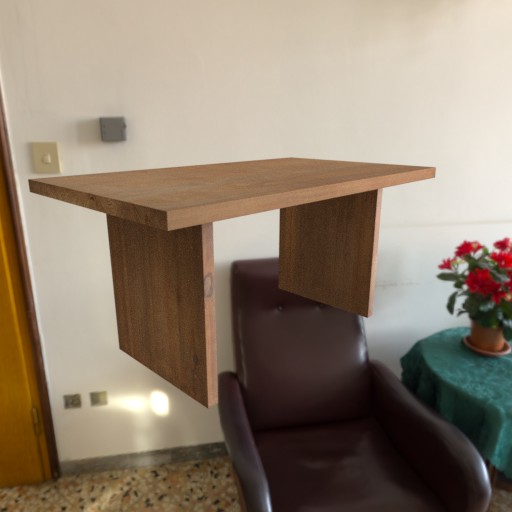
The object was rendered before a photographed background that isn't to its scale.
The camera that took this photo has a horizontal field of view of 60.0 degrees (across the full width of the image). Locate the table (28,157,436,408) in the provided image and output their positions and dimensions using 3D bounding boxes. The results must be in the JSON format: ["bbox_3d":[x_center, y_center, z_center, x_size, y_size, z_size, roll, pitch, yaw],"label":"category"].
[{"bbox_3d":[0.000,0.000,2.096,0.946,0.780,1.609,16,23,42],"label":"table"}]
